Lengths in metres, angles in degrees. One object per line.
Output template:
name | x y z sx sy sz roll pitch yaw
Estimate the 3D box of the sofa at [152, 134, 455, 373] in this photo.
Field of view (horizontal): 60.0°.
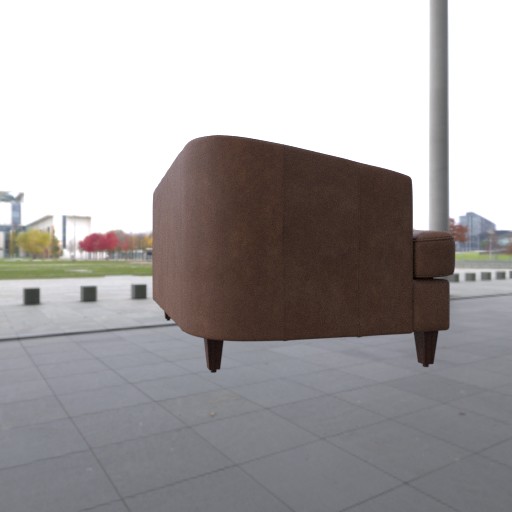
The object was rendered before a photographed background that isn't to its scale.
sofa | 0.000 0.000 2.223 0.914 0.786 1.755 0 0 -18
